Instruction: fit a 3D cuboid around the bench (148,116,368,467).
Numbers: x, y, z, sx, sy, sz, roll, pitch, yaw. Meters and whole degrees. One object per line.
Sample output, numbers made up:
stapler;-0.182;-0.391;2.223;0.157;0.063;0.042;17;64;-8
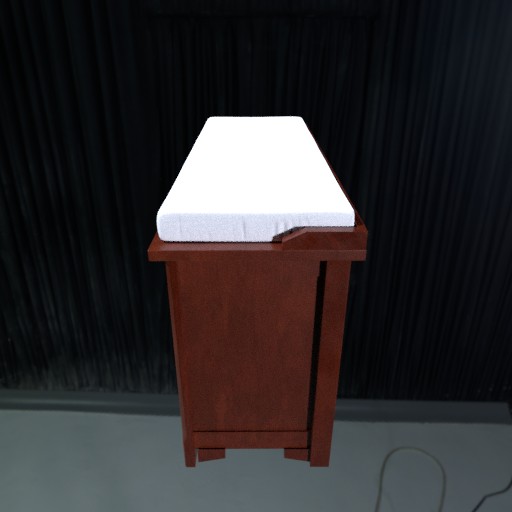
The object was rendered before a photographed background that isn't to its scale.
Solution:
bench;0.000;0.000;1.305;0.369;0.646;0.987;0;27;0
